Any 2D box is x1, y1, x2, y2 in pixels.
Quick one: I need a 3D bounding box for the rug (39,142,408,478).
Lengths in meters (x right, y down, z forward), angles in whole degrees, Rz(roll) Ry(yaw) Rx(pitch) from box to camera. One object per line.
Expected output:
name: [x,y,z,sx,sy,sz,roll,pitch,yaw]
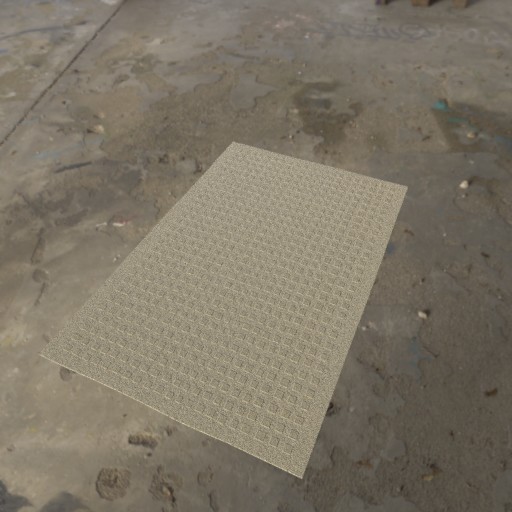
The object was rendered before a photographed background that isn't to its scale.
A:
rug: [0.000,0.000,2.187,1.143,0.006,1.747,18,49,17]
